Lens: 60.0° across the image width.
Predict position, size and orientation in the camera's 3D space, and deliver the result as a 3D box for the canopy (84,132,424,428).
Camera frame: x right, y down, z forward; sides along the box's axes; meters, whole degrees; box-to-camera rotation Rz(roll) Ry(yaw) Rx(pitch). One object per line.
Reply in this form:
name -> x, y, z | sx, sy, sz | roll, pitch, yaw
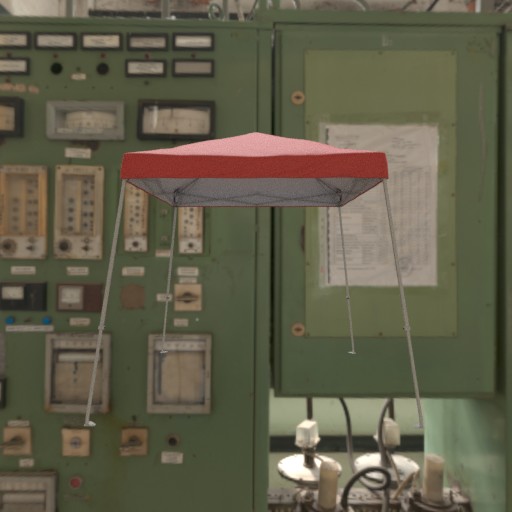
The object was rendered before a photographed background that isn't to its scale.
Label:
canopy -> 0.000, 0.000, 6.469 | 3.599, 3.600, 3.600 | 0, 0, 1
